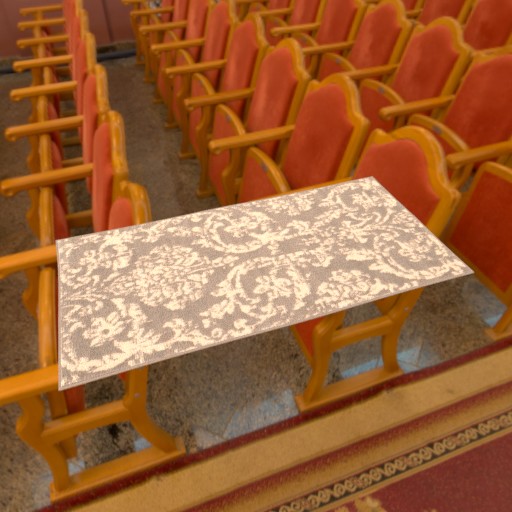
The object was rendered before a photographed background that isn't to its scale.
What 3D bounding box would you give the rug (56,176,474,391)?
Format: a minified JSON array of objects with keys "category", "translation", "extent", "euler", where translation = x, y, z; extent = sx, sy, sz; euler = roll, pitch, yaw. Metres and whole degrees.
[{"category":"rug","translation":[0.000,0.000,1.428],"extent":[1.219,0.007,0.604],"euler":[-13,43,-15]}]
